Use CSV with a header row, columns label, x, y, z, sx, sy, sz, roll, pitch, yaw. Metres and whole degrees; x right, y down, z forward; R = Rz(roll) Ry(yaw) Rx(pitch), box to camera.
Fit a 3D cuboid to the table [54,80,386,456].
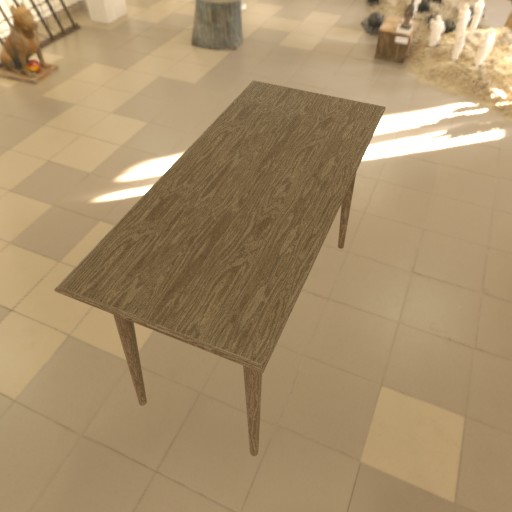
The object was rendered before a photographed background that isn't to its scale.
label,x,y,z,sx,sy,sz,roll,pitch,yaw
table,0.000,0.000,1.775,0.599,0.780,1.300,18,49,16
